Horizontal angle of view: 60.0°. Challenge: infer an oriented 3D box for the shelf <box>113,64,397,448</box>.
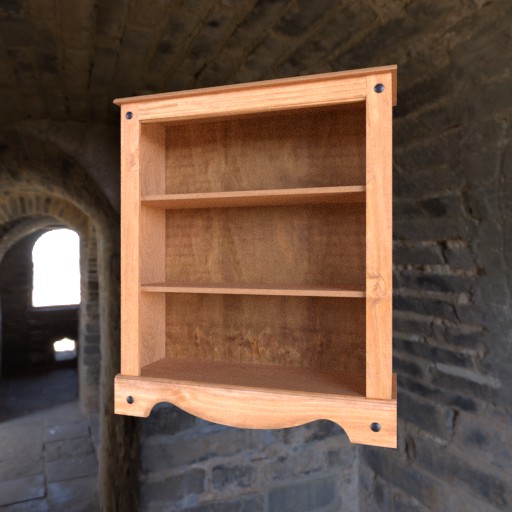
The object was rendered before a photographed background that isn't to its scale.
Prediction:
[{"bbox_3d":[0.000,0.000,1.389,0.840,0.980,0.291,0,0,17],"label":"shelf"}]
